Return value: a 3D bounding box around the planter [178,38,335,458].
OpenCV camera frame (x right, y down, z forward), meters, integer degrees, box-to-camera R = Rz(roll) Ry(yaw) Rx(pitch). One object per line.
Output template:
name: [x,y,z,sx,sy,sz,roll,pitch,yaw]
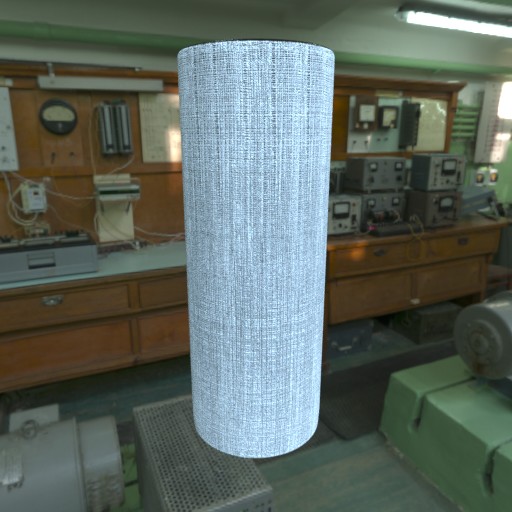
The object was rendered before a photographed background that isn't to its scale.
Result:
planter: [0.000,0.000,0.321,0.100,0.270,0.100,-7,17,-25]
